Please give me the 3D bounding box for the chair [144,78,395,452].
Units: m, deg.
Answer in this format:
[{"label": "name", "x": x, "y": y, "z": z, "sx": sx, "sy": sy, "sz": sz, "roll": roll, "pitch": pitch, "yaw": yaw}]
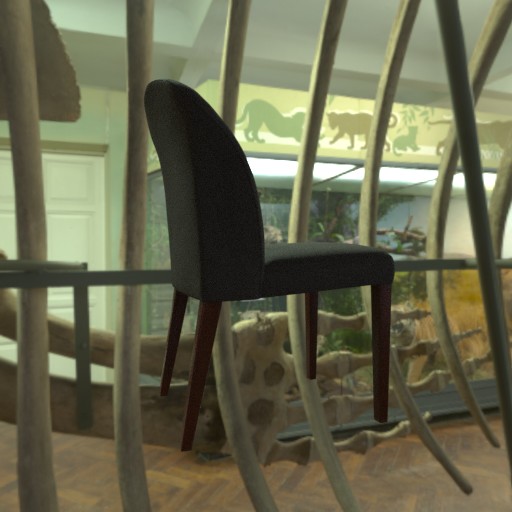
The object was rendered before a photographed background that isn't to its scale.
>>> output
[{"label": "chair", "x": 0.000, "y": 0.000, "z": 1.273, "sx": 0.619, "sy": 0.879, "sz": 0.506, "roll": 0, "pitch": 1, "yaw": -19}]
